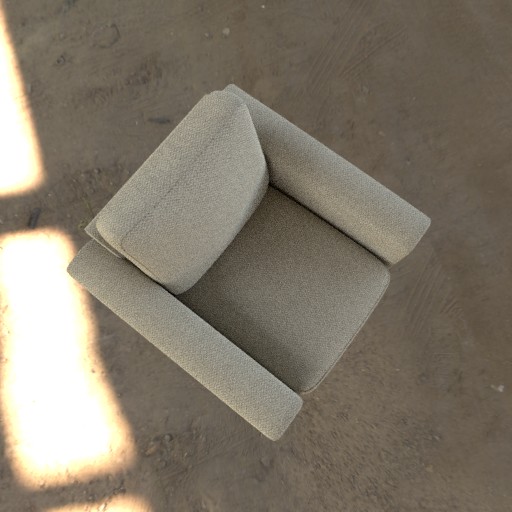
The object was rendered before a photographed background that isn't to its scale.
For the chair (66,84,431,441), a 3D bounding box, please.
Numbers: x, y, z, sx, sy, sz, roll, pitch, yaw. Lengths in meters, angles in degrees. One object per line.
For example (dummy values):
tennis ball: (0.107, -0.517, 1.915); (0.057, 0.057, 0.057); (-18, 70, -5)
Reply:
chair: (0.000, 0.000, 1.770); (1.016, 0.873, 1.005); (37, 79, 8)
